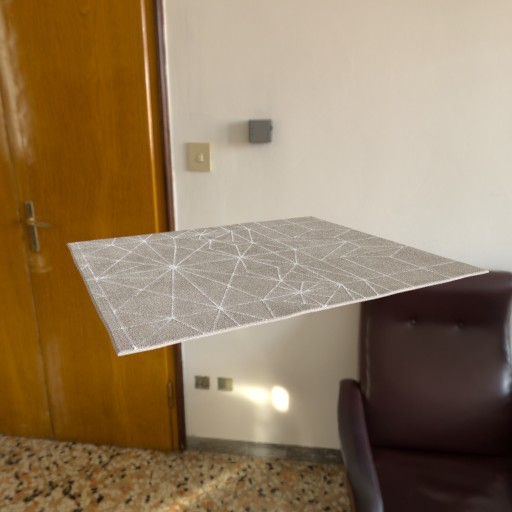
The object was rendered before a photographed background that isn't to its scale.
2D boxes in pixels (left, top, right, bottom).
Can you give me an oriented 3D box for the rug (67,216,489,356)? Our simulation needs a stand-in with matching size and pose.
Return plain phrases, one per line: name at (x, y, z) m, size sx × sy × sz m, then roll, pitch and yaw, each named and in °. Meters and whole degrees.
rug at (0.000, 0.000, 0.867) m, size 0.639 × 0.006 × 0.548 m, roll -9°, pitch 18°, yaw -27°
